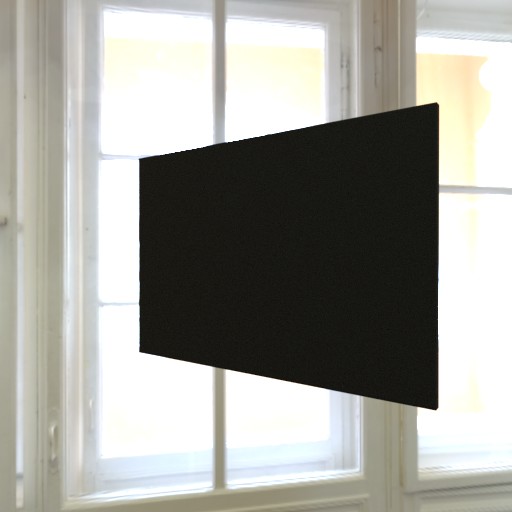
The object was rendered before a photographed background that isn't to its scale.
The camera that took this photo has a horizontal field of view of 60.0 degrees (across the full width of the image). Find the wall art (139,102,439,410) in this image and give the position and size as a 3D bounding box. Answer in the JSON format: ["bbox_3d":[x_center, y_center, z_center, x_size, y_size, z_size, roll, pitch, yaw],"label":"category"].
[{"bbox_3d":[0.000,0.000,1.236,0.964,0.659,0.049,0,0,37],"label":"wall art"}]
